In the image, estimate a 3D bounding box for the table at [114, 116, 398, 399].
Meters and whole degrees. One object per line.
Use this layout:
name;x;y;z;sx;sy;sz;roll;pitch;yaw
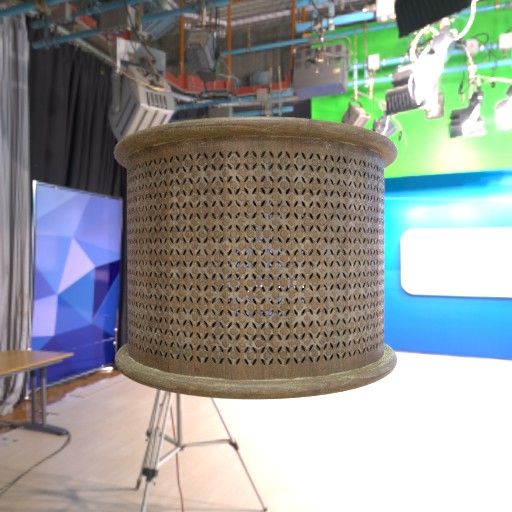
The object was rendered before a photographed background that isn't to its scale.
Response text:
table;0.000;0.000;0.997;0.607;0.450;0.607;0;1;0
